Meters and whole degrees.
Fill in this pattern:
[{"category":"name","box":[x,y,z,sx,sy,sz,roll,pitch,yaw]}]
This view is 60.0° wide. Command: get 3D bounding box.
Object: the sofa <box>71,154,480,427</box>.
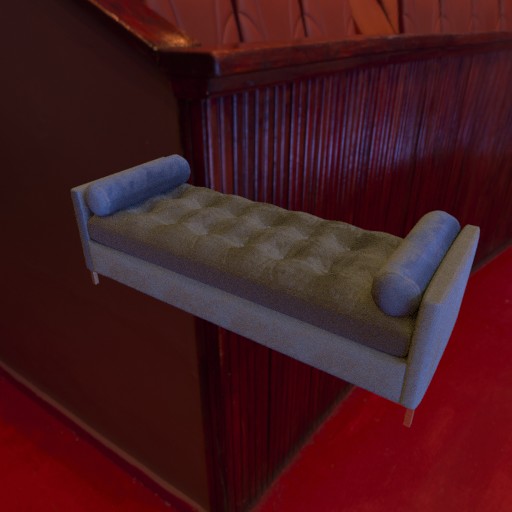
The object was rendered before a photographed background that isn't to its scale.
[{"category":"sofa","box":[0.000,0.000,2.482,2.102,0.705,0.796,18,34,29]}]
